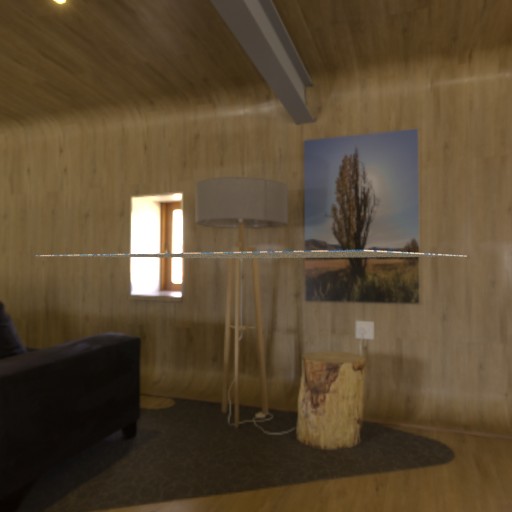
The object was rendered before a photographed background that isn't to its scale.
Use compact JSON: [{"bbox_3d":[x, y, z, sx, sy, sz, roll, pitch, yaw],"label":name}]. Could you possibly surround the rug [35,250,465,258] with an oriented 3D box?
[{"bbox_3d":[0.000,0.000,3.951,3.007,0.007,2.435,-1,-1,36],"label":"rug"}]
